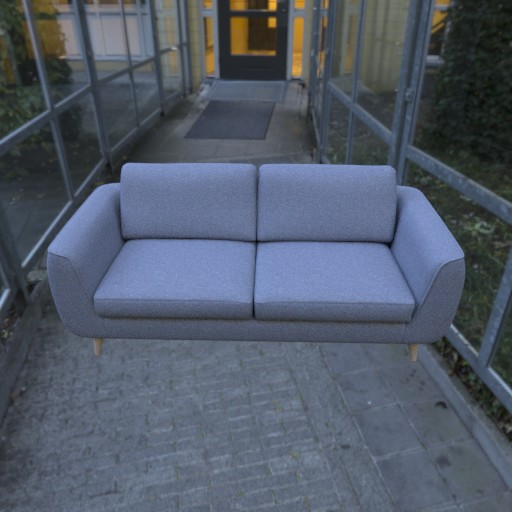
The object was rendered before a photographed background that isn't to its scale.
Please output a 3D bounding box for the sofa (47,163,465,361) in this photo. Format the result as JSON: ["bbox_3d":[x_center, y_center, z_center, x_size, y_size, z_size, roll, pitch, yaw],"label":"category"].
[{"bbox_3d":[0.000,0.000,2.543,2.000,0.870,0.920,1,30,1],"label":"sofa"}]
